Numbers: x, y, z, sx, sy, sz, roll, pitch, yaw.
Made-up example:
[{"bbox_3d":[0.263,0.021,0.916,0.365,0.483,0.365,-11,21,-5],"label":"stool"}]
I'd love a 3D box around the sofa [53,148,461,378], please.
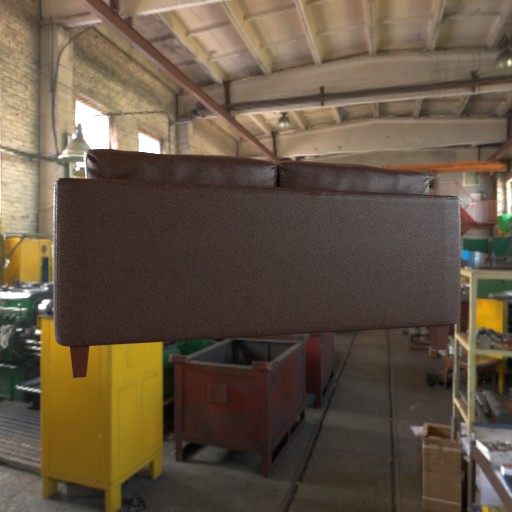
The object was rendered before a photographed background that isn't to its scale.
[{"bbox_3d":[0.000,0.000,2.368,1.883,0.933,0.951,0,0,-17],"label":"sofa"}]
